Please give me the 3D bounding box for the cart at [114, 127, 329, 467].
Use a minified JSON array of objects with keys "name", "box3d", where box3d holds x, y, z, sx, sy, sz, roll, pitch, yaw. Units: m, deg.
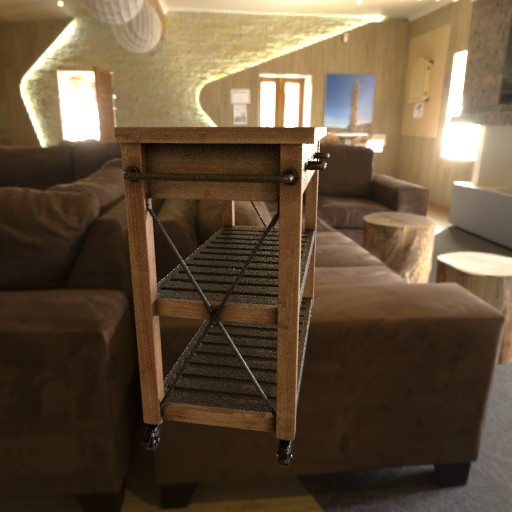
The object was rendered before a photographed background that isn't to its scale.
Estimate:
[{"name":"cart","box3d":[0.000,0.000,0.990,0.298,0.554,0.686,3,17,10]}]
